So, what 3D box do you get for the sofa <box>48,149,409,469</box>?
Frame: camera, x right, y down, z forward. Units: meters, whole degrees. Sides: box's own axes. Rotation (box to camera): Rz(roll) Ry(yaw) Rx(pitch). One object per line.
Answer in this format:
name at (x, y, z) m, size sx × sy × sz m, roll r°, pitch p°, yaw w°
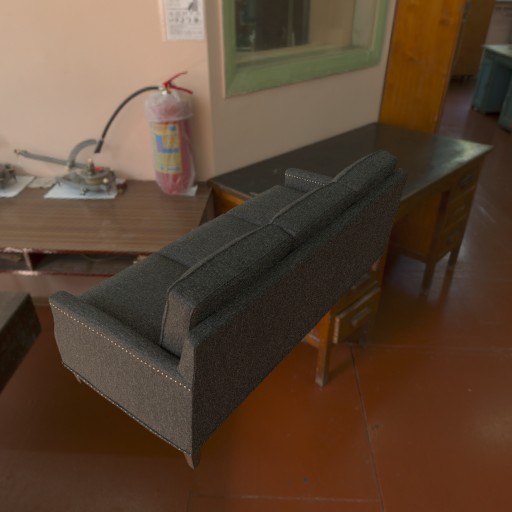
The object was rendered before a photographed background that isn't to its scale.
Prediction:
sofa at (0.000, 0.000, 2.792) m, size 1.084 × 1.003 × 2.246 m, roll 21°, pitch 38°, yaw 30°
